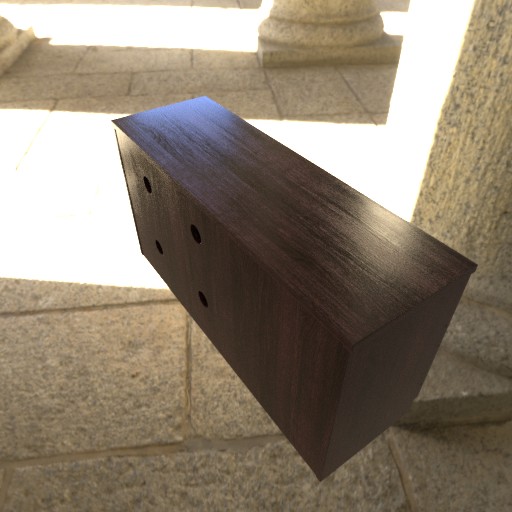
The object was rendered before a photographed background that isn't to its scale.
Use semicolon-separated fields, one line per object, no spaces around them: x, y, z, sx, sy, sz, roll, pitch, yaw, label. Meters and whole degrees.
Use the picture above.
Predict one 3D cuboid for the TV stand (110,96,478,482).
0.000;0.000;1.470;0.404;0.614;1.192;-25;47;-26;TV stand
